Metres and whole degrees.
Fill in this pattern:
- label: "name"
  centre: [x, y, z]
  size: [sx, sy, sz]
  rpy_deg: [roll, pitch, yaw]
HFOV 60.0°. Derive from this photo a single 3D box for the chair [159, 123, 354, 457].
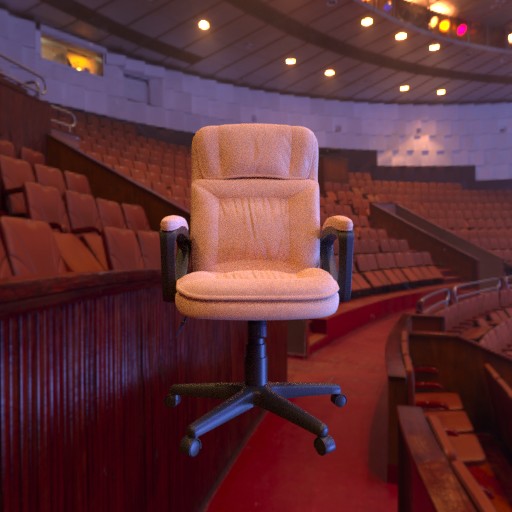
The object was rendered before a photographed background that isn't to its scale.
- label: "chair"
  centre: [0.000, 0.000, 1.566]
  size: [0.667, 1.105, 0.724]
  rpy_deg: [0, 1, -1]
